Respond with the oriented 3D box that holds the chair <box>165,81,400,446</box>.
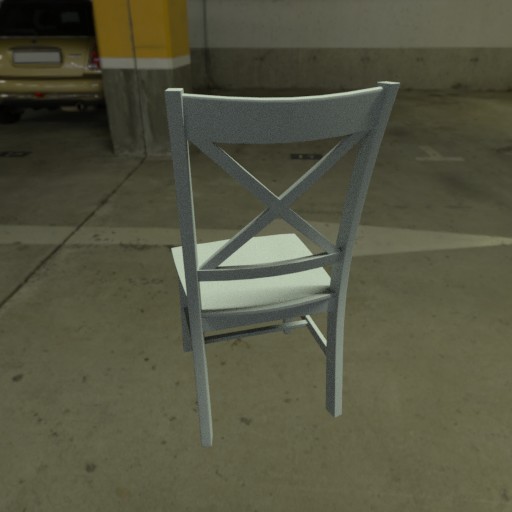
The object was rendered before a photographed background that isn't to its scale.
[{"bbox_3d":[0.000,0.000,1.298,0.485,0.983,0.542,-7,28,-14],"label":"chair"}]
